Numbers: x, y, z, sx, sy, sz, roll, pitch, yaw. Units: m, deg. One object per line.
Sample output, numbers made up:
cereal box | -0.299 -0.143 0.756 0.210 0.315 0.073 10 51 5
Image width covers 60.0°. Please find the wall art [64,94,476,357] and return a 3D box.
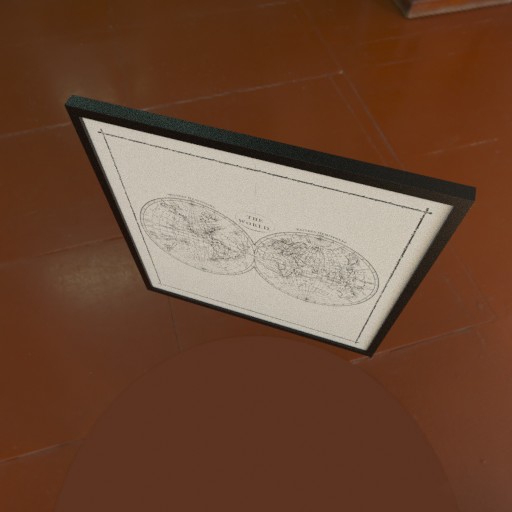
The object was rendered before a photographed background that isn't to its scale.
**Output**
wall art | 0.000 0.000 1.133 0.773 0.775 0.031 15 59 9
